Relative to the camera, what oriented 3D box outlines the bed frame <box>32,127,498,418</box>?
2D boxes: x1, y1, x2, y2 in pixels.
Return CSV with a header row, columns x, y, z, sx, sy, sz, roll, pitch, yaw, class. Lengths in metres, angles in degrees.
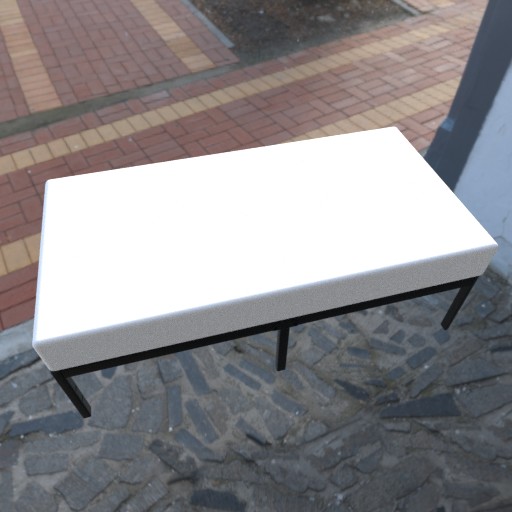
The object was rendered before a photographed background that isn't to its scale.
x,y,z,sx,sy,sz,roll,pitch,yaw,class
0.000,0.000,2.330,1.950,0.659,1.023,-11,49,-10,bed frame
